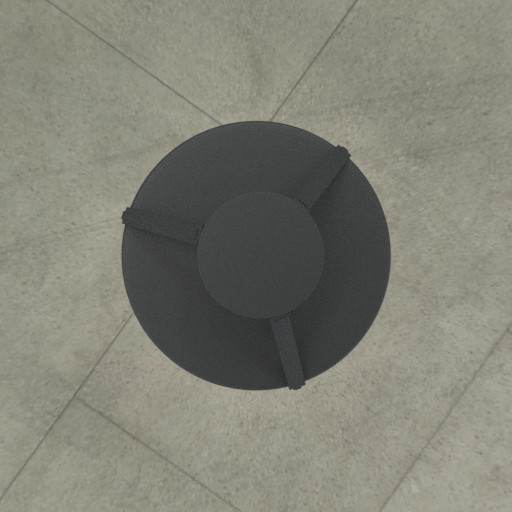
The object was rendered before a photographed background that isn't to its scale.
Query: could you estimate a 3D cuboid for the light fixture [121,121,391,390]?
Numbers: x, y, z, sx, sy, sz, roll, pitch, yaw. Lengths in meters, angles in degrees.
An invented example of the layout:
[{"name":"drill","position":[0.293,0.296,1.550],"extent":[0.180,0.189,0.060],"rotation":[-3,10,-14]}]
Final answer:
[{"name":"light fixture","position":[0.000,0.000,0.534],"extent":[0.304,0.269,0.304],"rotation":[0,90,-2]}]
